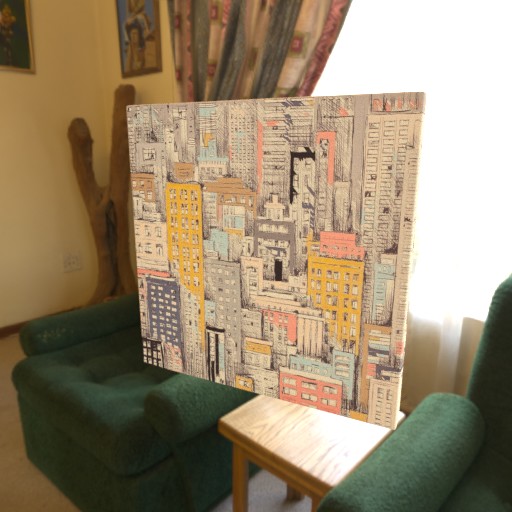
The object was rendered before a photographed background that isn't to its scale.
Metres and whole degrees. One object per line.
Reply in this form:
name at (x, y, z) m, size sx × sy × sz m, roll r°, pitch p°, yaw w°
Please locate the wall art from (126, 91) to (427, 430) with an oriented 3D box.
wall art at (0.000, 0.000, 0.911) m, size 0.607 × 0.608 × 0.038 m, roll 7°, pitch 16°, yaw 25°
